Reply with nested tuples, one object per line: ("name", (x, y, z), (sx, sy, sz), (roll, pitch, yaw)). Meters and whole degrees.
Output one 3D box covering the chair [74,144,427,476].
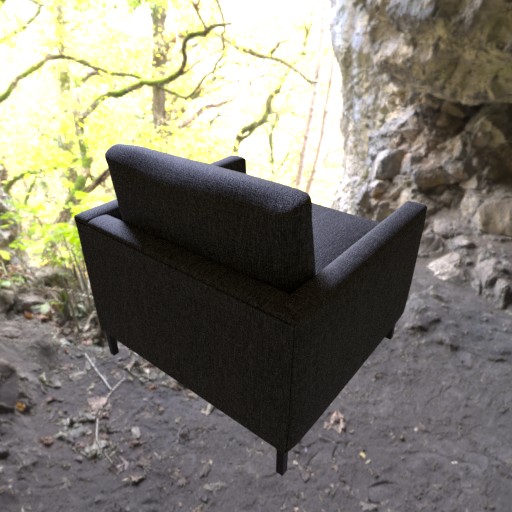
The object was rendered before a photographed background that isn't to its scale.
("chair", (0.000, 0.000, 1.660), (0.963, 0.861, 0.866), (22, 37, 32))
